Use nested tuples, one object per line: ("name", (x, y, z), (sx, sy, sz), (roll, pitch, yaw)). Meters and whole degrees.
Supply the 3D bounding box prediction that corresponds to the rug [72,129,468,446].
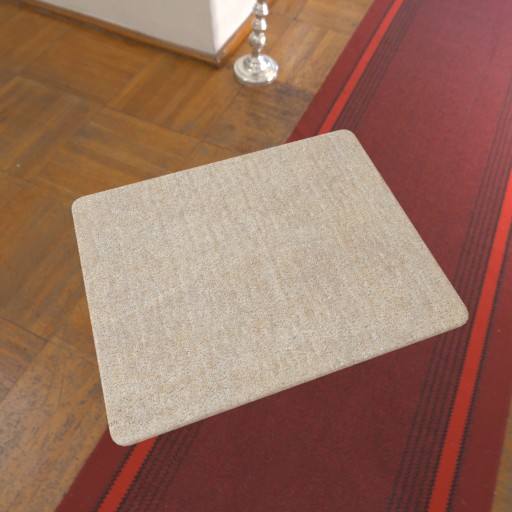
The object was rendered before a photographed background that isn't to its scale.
("rug", (0.000, 0.000, 3.370), (2.528, 0.048, 2.009), (-17, 61, -10))
